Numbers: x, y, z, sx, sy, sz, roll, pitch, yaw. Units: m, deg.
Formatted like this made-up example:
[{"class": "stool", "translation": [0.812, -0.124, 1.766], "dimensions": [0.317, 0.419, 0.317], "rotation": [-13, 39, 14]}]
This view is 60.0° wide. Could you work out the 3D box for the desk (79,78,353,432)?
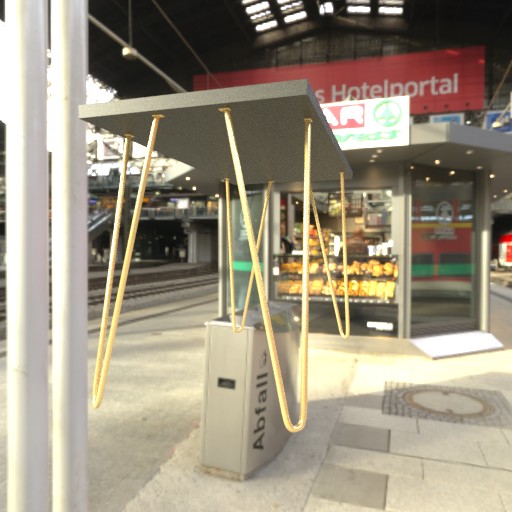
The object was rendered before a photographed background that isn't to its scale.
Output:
[{"class": "desk", "translation": [0.000, 0.000, 1.361], "dimensions": [0.499, 0.660, 0.991], "rotation": [0, 1, 17]}]
